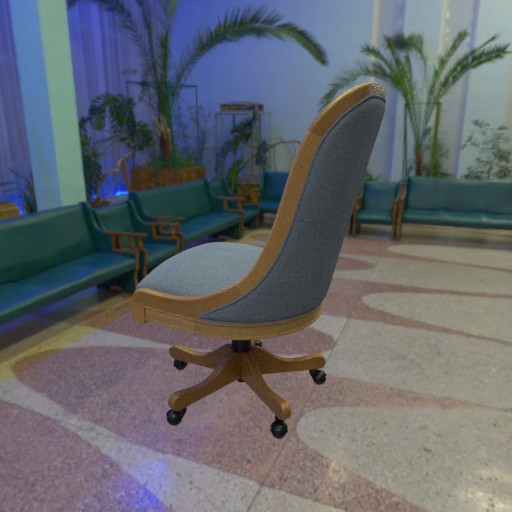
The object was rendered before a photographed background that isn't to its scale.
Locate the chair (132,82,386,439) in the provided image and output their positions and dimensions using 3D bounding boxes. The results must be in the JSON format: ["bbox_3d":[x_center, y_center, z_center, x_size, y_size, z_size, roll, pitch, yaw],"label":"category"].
[{"bbox_3d":[0.000,0.000,1.460,0.735,1.031,0.605,8,18,25],"label":"chair"}]
